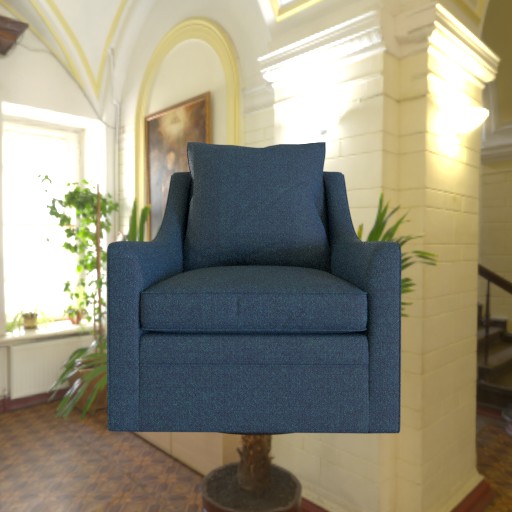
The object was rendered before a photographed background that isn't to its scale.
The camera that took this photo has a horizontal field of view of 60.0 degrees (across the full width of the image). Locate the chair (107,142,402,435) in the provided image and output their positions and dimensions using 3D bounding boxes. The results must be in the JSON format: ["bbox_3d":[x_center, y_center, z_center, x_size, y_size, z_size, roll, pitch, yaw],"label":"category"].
[{"bbox_3d":[0.000,0.000,1.550,0.750,0.939,0.870,0,1,1],"label":"chair"}]
